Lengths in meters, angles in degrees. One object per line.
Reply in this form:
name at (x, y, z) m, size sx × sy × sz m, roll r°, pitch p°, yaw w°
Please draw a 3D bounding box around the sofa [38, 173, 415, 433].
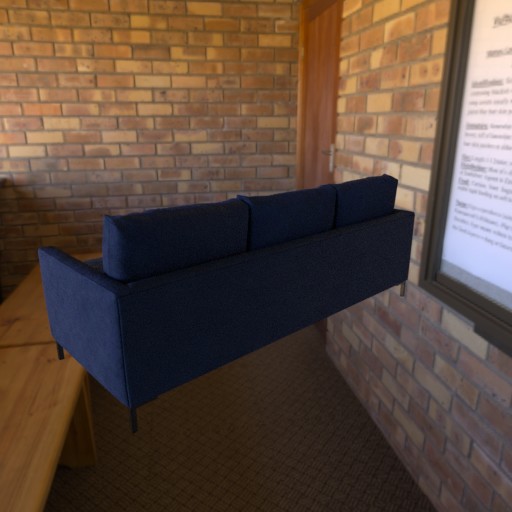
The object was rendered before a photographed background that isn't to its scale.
sofa at (0.000, 0.000, 2.695) m, size 2.252 × 0.879 × 0.875 m, roll -15°, pitch 23°, yaw -41°
